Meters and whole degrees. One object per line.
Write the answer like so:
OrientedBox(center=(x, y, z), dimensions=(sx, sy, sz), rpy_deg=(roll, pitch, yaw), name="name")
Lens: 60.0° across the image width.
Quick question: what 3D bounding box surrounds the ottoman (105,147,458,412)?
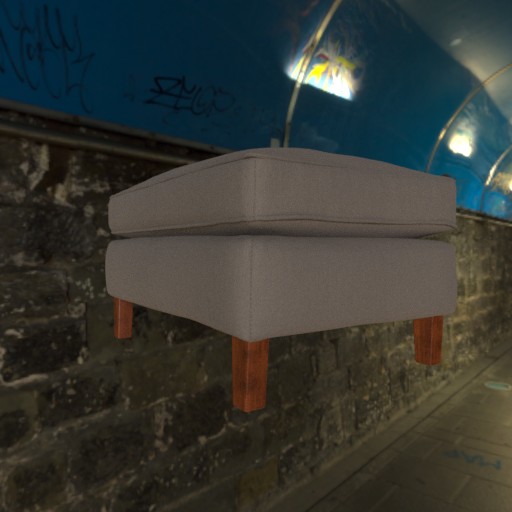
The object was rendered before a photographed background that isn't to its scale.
OrientedBox(center=(0.000, 0.000, 0.974), dimensions=(0.508, 0.406, 0.686), rpy_deg=(-1, 2, -34), name="ottoman")
